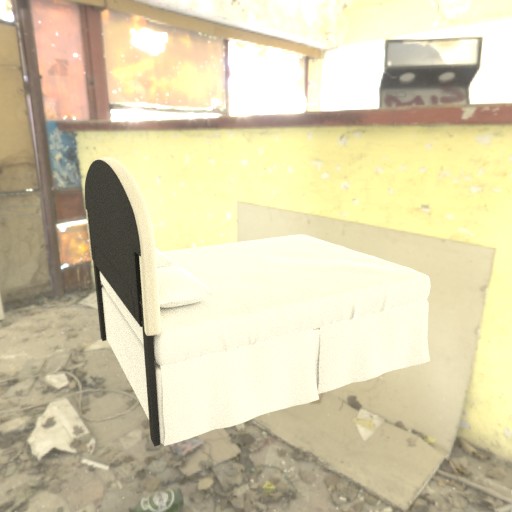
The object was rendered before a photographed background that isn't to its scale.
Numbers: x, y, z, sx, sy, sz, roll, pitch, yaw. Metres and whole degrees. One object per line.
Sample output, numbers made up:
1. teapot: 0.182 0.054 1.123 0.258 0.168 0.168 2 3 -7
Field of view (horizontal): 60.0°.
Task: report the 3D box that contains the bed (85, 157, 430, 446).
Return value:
1. bed: 0.000 0.000 3.141 2.005 1.410 1.607 -8 17 -28
